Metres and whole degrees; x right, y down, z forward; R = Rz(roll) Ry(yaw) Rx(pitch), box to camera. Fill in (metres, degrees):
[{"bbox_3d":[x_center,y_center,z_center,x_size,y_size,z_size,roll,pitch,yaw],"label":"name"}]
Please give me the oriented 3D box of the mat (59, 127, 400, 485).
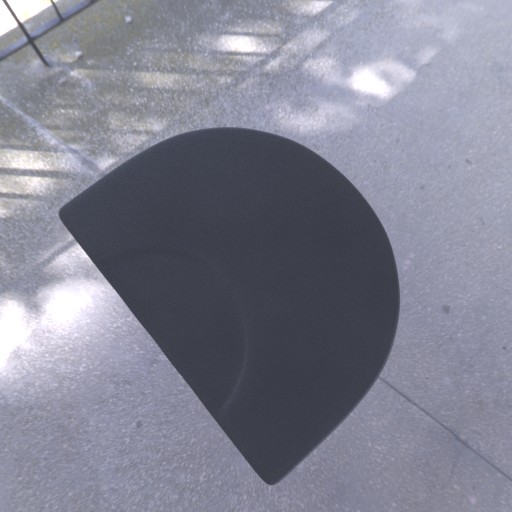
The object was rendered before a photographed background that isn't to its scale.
[{"bbox_3d":[0.000,0.000,1.586,0.917,0.016,1.220,-39,78,-10],"label":"mat"}]
